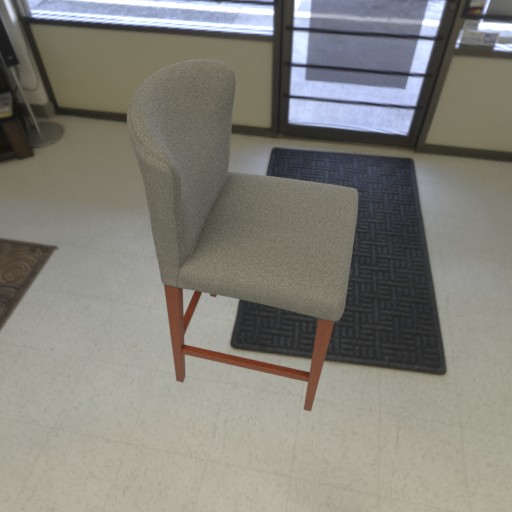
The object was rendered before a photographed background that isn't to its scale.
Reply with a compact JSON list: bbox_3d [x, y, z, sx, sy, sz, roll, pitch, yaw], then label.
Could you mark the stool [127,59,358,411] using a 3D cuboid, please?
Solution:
[{"bbox_3d":[0.000,0.000,1.387,0.568,1.069,0.481,10,48,9],"label":"stool"}]
